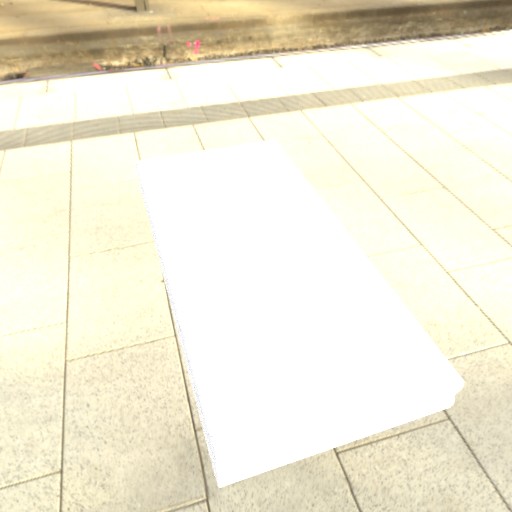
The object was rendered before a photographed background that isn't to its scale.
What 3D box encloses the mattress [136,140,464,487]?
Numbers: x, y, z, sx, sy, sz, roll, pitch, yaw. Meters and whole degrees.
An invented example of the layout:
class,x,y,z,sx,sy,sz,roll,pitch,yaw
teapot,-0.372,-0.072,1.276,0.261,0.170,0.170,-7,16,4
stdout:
class,x,y,z,sx,sy,sz,roll,pitch,yaw
mattress,0.000,0.000,2.159,0.900,0.200,1.900,-13,43,-14
